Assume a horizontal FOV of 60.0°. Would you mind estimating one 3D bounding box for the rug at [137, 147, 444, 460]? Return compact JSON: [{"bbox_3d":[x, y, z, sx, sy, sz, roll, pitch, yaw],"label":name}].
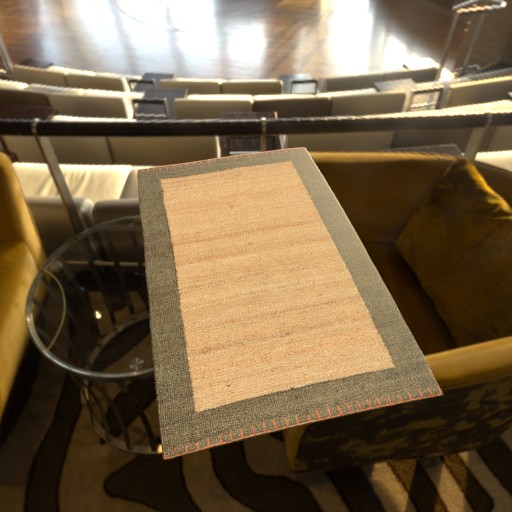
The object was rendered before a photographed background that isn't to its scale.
[{"bbox_3d":[0.000,0.000,3.061,1.521,0.006,2.435,-10,48,-9],"label":"rug"}]
